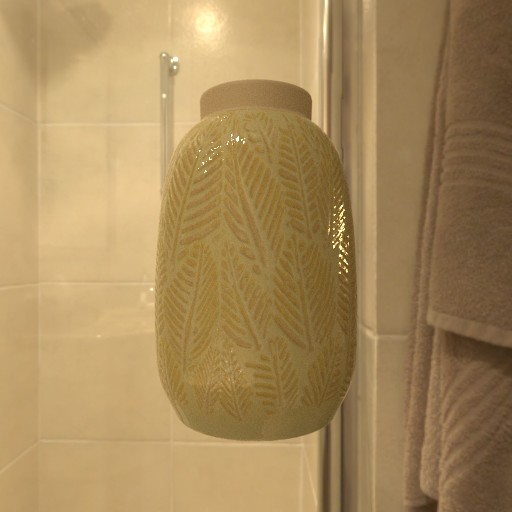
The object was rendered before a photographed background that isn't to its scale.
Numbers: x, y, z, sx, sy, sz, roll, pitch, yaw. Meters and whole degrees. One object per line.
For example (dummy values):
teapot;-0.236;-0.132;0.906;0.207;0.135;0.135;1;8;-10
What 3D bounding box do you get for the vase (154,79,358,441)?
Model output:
vase;0.000;0.000;0.385;0.172;0.270;0.172;0;0;0
